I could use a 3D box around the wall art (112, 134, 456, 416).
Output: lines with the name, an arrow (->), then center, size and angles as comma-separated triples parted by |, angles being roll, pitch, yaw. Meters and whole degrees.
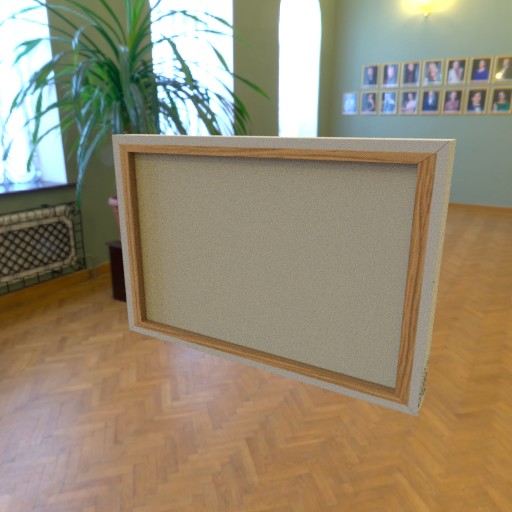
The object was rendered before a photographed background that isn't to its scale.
wall art -> 0.000, 0.000, 0.498 | 0.381, 0.259, 0.038 | 9, 19, 29
